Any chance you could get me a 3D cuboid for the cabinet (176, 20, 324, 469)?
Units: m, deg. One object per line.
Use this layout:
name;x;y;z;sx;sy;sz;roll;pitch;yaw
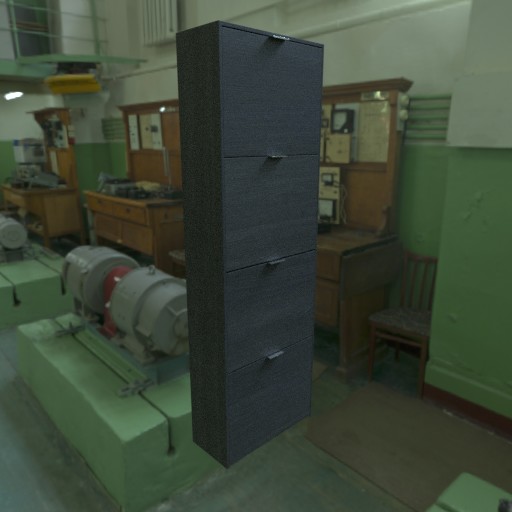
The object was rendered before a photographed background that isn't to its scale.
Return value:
cabinet;0.000;0.000;1.813;0.520;1.630;0.255;-14;20;-42
